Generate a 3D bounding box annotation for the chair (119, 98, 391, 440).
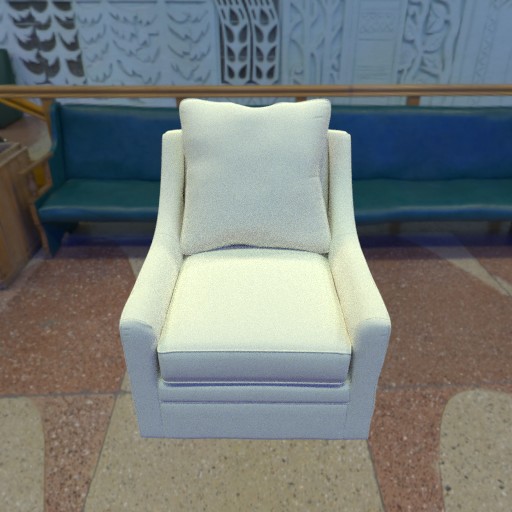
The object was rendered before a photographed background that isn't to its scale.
[{"bbox_3d":[0.000,0.000,1.599,0.756,0.965,0.876,0,30,0],"label":"chair"}]
